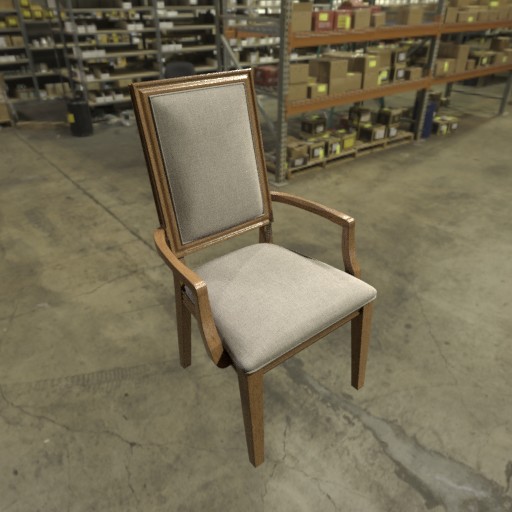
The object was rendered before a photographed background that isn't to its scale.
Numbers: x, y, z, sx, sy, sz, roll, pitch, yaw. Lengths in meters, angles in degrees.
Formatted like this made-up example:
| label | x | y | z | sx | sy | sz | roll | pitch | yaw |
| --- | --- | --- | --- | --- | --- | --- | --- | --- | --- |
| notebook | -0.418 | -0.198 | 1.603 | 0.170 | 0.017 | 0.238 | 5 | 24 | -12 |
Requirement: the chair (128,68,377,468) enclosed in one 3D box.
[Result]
| label | x | y | z | sx | sy | sz | roll | pitch | yaw |
| --- | --- | --- | --- | --- | --- | --- | --- | --- | --- |
| chair | 0.000 | 0.000 | 1.383 | 0.606 | 0.990 | 0.602 | -23 | 38 | -33 |
